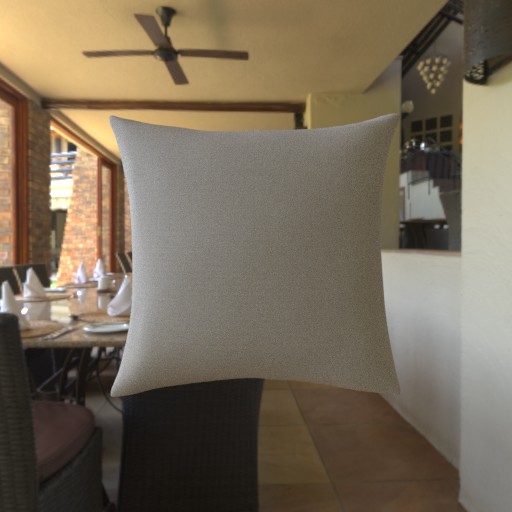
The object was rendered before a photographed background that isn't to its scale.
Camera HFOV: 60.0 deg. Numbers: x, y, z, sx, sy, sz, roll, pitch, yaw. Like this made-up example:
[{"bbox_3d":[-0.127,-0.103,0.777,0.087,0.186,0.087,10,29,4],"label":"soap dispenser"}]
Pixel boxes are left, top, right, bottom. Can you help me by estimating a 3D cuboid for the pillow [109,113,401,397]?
[{"bbox_3d":[0.000,0.000,0.785,0.512,0.497,0.204,0,1,0],"label":"pillow"}]
